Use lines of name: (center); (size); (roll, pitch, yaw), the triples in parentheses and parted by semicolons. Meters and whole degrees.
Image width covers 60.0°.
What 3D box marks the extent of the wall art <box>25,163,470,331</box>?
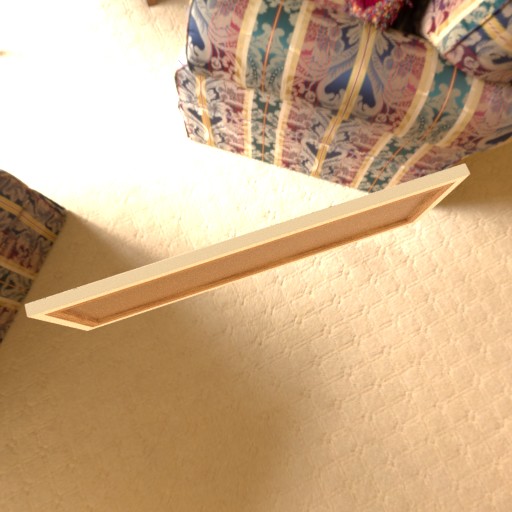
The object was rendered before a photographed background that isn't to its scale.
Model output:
wall art: (0.000, 0.000, 1.694); (1.520, 0.507, 0.044); (-18, 76, -5)
